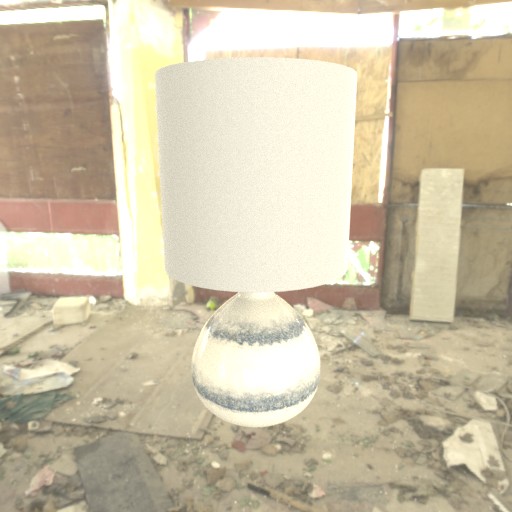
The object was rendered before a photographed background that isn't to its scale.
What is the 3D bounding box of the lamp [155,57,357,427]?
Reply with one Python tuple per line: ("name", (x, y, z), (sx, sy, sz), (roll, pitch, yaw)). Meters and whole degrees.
("lamp", (0.000, 0.000, 0.533), (0.216, 0.404, 0.216), (7, 15, 27))
